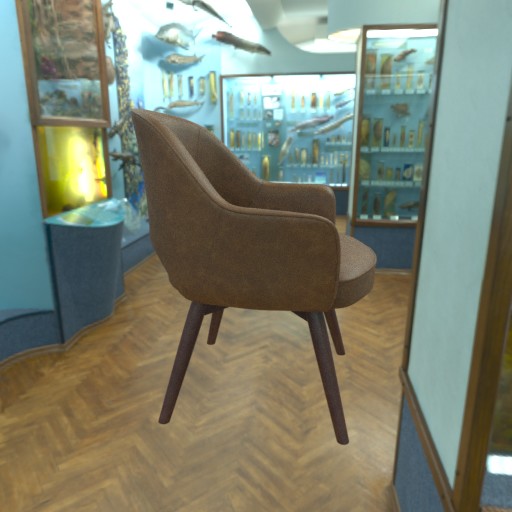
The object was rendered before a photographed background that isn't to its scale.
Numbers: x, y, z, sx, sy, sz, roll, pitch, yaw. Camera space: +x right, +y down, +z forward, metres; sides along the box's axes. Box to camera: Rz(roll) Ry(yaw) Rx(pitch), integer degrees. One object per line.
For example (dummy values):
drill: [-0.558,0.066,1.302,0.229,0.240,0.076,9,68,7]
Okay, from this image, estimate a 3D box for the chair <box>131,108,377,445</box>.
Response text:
chair: [0.000,0.000,1.220,0.640,0.777,0.591,3,16,10]
